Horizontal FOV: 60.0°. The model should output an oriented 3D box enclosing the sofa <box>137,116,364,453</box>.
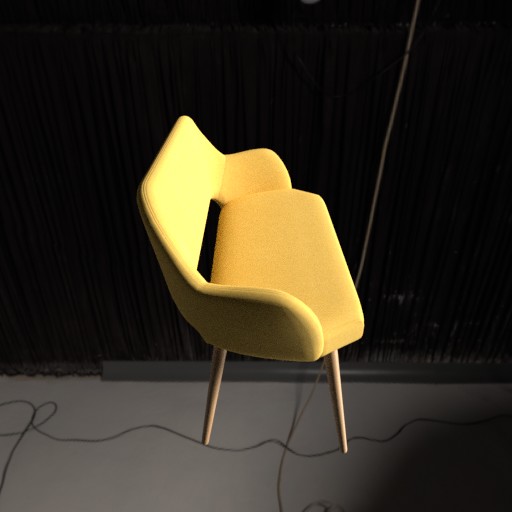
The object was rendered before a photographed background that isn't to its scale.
[{"bbox_3d":[0.000,0.000,1.625,0.610,0.840,1.150,0,31,-1],"label":"sofa"}]
